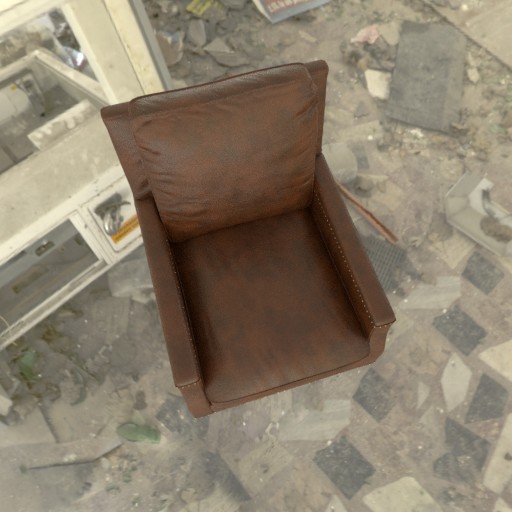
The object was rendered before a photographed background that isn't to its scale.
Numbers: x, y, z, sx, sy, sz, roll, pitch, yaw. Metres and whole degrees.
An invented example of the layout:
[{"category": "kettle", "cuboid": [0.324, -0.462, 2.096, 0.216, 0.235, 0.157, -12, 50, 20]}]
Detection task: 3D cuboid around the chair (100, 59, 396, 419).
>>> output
[{"category": "chair", "cuboid": [0.000, 0.000, 1.807, 0.854, 1.054, 1.035, -15, 65, -7]}]
